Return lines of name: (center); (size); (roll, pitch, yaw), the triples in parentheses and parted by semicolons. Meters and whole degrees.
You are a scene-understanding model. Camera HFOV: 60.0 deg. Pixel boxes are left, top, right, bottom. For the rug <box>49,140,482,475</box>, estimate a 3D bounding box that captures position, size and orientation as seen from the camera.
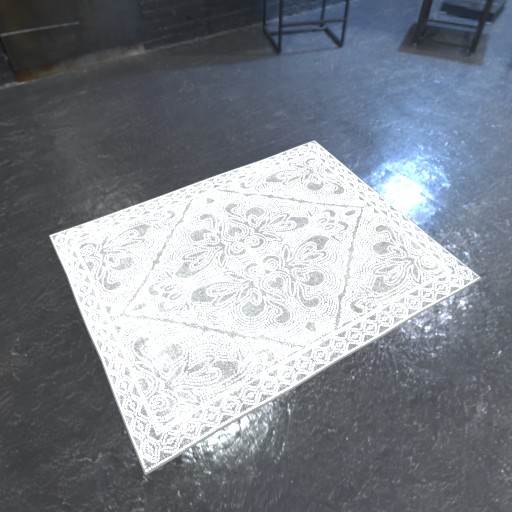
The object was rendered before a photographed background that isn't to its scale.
rug: (0.000, 0.000, 3.930); (3.048, 0.012, 2.438); (-24, 52, -20)
